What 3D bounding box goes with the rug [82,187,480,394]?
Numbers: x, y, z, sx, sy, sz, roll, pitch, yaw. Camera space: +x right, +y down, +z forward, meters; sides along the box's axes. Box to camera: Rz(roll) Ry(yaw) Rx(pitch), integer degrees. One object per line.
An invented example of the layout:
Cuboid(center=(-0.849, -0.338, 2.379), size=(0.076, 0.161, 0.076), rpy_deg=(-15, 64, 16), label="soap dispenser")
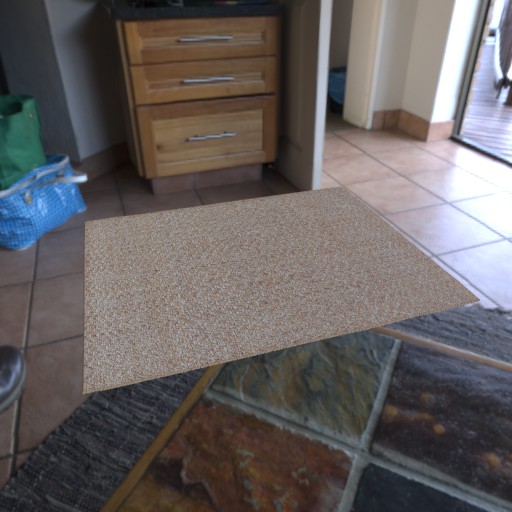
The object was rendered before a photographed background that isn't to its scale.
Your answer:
Cuboid(center=(0.000, 0.000, 4.115), size=(3.048, 0.013, 2.439), rpy_deg=(-10, 33, -15), label="rug")
